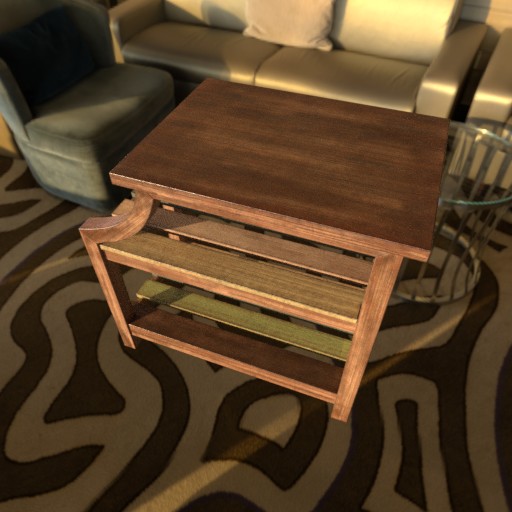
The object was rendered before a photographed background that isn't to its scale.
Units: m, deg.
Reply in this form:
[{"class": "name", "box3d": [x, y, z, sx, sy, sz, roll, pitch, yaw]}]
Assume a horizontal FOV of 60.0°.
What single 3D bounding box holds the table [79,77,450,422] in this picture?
[{"class": "table", "box3d": [0.000, 0.000, 0.961, 0.609, 0.584, 0.356, 15, 48, 14]}]
